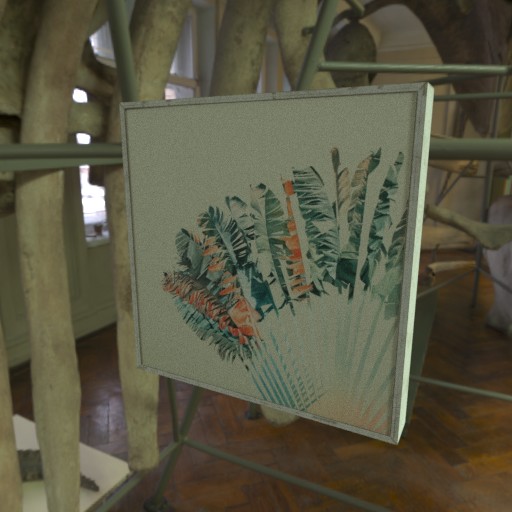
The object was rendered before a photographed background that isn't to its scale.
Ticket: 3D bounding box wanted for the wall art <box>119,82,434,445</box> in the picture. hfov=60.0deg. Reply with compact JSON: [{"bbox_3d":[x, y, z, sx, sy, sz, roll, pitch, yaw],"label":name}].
[{"bbox_3d":[0.000,0.000,0.445,0.305,0.303,0.038,7,15,27],"label":"wall art"}]
